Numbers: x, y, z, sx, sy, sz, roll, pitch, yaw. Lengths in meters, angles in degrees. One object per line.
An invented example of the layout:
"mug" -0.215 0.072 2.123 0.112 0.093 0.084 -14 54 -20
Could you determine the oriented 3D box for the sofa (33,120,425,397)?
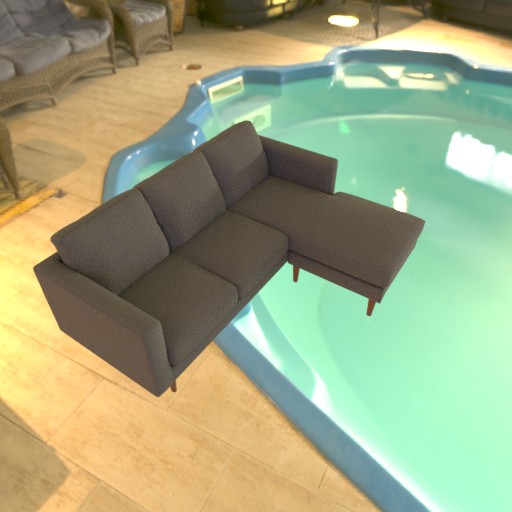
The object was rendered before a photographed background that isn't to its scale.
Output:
"sofa" 0.000 0.000 2.867 1.591 0.897 2.031 24 47 25
